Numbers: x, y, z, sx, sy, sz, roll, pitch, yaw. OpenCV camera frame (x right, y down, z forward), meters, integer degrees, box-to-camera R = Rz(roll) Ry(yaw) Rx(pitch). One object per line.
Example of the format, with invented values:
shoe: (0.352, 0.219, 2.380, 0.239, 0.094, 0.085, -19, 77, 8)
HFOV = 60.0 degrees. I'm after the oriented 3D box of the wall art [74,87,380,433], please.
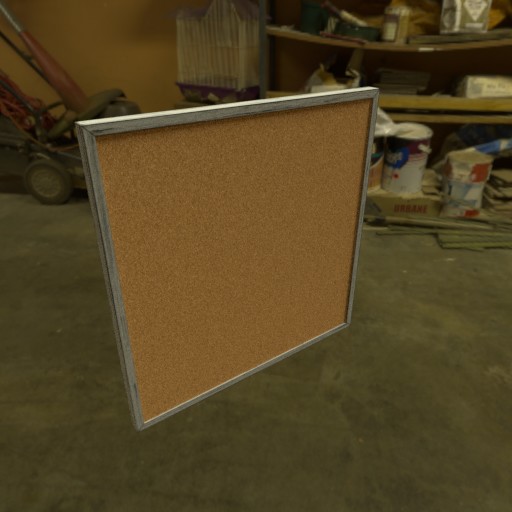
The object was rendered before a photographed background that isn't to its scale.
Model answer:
wall art: (0.000, 0.000, 1.144, 0.761, 0.761, 0.037, -19, 34, -31)
